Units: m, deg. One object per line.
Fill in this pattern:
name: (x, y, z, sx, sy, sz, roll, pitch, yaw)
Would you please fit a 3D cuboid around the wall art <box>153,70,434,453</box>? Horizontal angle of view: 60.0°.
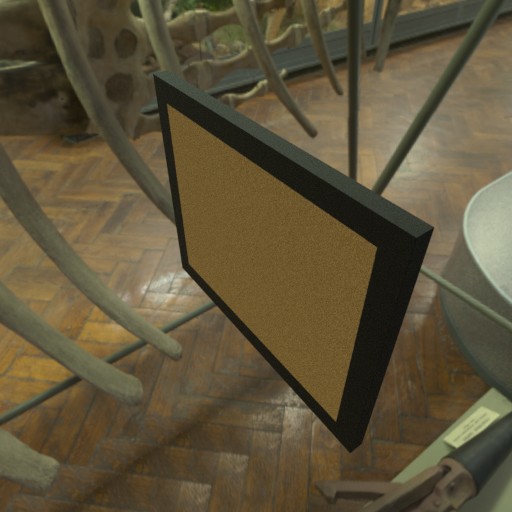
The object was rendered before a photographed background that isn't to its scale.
wall art: (0.000, 0.000, 0.756, 0.028, 0.460, 0.561, -26, 48, -26)
